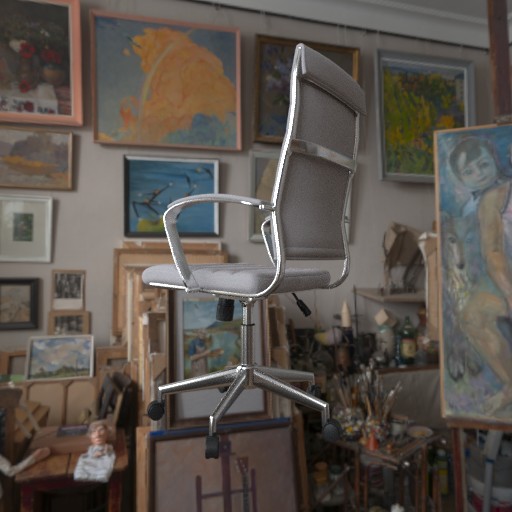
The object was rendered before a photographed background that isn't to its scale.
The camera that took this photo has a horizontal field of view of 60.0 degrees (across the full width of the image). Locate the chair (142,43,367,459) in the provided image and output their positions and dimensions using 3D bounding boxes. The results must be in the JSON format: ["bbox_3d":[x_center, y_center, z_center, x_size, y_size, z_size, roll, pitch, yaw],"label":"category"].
[{"bbox_3d":[0.000,0.000,1.546,0.667,1.149,0.679,0,0,36],"label":"chair"}]
